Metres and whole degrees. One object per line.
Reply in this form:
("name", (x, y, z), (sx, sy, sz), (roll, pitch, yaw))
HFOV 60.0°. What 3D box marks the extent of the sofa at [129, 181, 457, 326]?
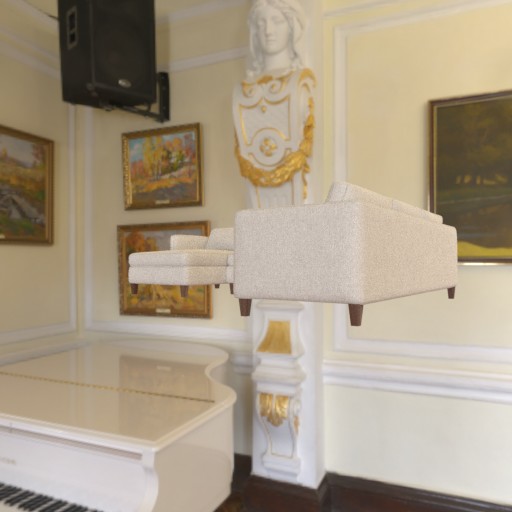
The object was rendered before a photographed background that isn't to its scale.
("sofa", (0.000, 0.000, 4.389), (3.238, 0.853, 2.551), (-1, -1, 36))
